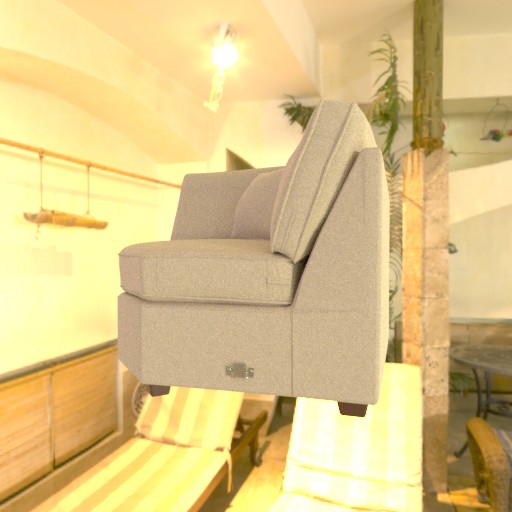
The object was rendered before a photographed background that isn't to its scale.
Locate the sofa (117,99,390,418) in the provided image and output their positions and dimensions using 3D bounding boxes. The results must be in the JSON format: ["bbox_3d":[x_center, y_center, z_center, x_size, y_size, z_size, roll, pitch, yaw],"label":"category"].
[{"bbox_3d":[0.000,0.000,1.853,1.050,0.937,1.042,0,1,18],"label":"sofa"}]
